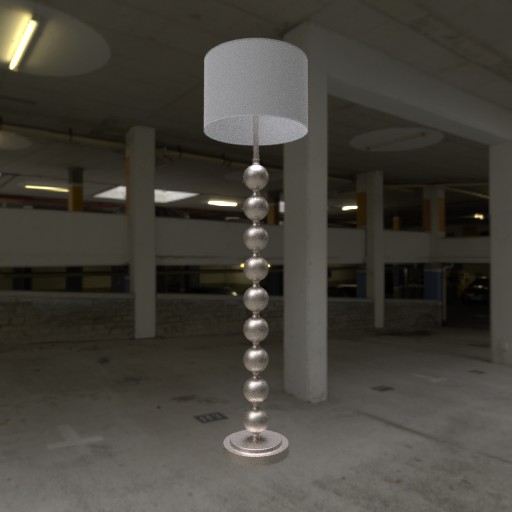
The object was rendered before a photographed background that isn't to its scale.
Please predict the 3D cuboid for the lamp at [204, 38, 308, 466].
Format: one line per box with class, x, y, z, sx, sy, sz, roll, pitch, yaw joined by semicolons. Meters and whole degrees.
lamp;0.000;0.000;1.680;0.394;1.474;0.394;0;0;-37
